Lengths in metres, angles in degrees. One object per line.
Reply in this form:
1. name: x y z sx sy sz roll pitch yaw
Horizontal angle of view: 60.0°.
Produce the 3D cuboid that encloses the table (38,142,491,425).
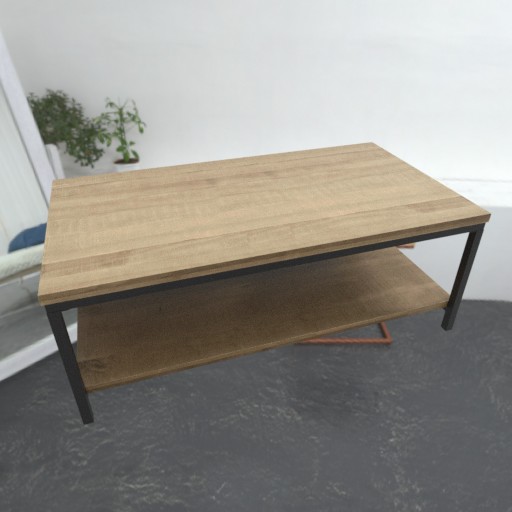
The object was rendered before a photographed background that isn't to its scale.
1. table: 0.000 0.000 1.313 1.062 0.393 0.574 -10 34 -15
